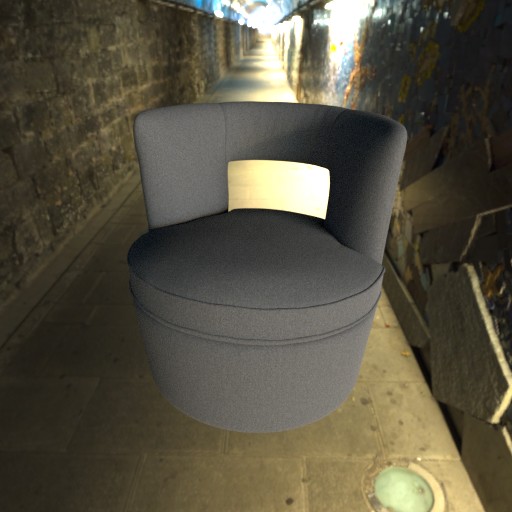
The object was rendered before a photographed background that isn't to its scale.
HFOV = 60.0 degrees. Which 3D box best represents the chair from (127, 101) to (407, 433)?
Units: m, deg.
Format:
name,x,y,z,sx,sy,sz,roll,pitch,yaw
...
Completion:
name,x,y,z,sx,sy,sz,roll,pitch,yaw
chair,0.000,0.000,1.209,0.689,0.719,0.660,8,28,15
